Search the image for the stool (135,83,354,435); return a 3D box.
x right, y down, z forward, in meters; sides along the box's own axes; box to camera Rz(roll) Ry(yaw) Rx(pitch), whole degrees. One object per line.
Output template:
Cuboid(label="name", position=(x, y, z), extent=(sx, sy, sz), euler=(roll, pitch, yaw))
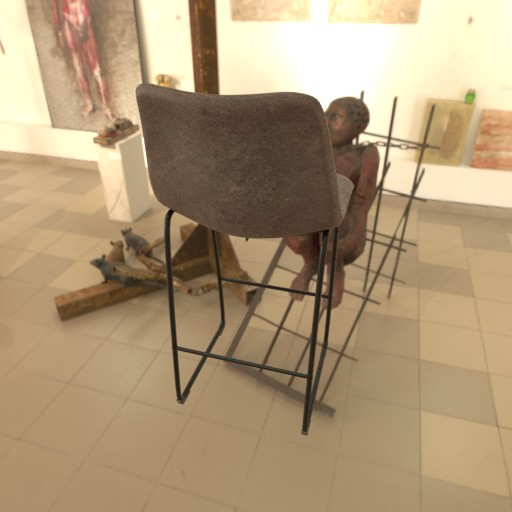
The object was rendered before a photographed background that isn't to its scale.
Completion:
Cuboid(label="stool", position=(0.000, 0.000, 1.364), extent=(0.514, 1.082, 0.561), euler=(9, 33, 14))
